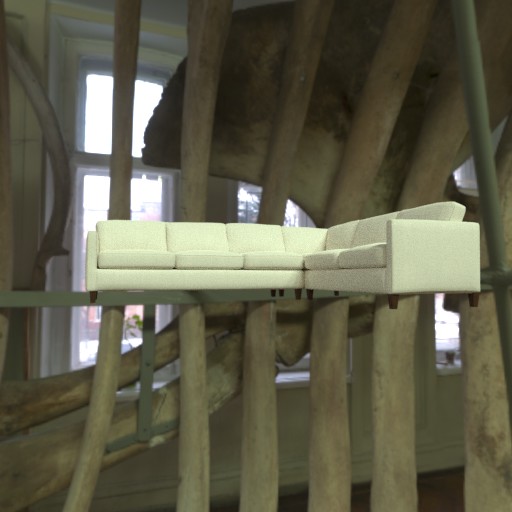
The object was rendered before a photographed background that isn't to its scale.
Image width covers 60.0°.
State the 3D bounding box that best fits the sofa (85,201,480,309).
[{"bbox_3d":[0.000,0.000,4.519,3.302,0.947,2.593,1,-3,-19],"label":"sofa"}]
